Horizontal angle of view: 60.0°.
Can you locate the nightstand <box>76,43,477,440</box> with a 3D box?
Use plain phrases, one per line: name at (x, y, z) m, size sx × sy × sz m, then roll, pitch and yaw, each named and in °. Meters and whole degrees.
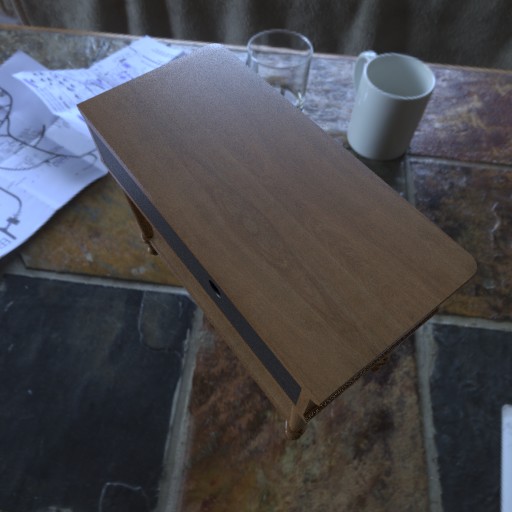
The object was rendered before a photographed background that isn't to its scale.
nightstand at (0.000, 0.000, 1.289) m, size 0.432 × 0.700 × 0.914 m, roll -33°, pitch 65°, yaw -18°
